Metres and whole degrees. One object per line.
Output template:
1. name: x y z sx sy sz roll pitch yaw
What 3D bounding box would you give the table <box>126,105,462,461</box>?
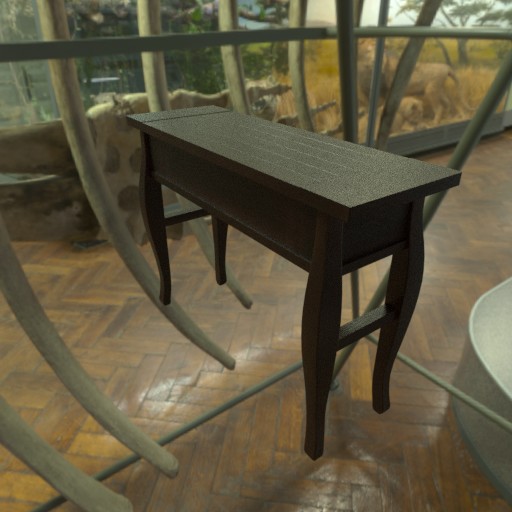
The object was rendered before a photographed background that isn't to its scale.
1. table: 0.000 0.000 1.446 0.373 0.768 1.062 -19 33 -31
